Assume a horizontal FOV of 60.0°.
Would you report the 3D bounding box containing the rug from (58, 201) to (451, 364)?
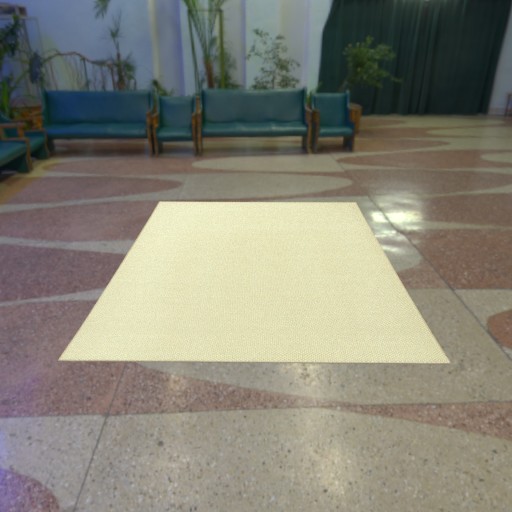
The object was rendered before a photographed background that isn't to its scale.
[{"bbox_3d":[0.000,0.000,4.137,2.462,0.018,3.039,0,26,1],"label":"rug"}]
